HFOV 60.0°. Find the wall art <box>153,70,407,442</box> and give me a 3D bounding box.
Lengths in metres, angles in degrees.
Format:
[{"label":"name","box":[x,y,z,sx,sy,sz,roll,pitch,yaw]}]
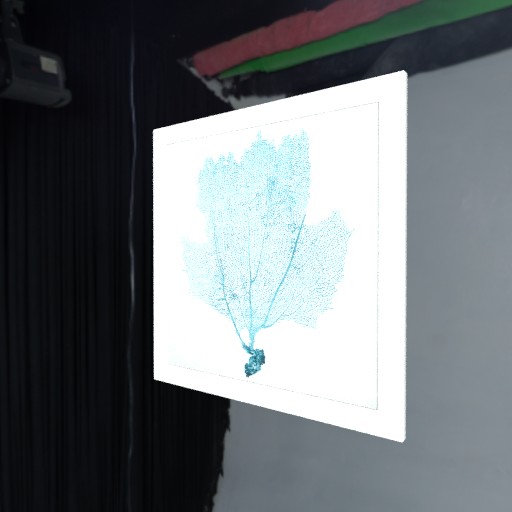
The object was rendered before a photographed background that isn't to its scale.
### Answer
[{"label":"wall art","box":[0.000,0.000,0.872,0.584,0.584,0.013,1,1,36]}]
